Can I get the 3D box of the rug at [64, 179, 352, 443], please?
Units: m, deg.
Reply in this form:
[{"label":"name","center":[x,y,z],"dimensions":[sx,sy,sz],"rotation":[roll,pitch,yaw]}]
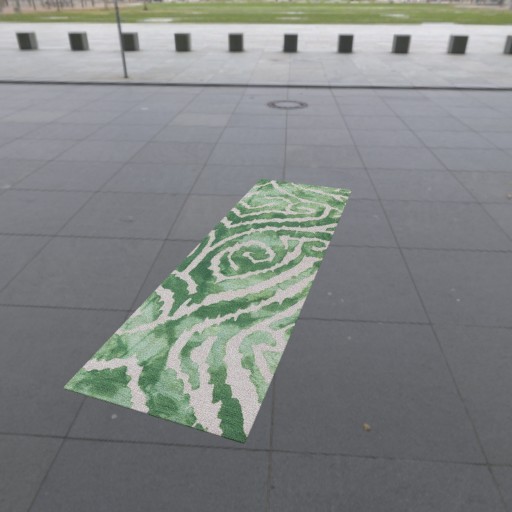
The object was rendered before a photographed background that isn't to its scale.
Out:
[{"label":"rug","center":[0.000,0.000,2.628],"dimensions":[0.761,0.006,2.438],"rotation":[10,32,16]}]
